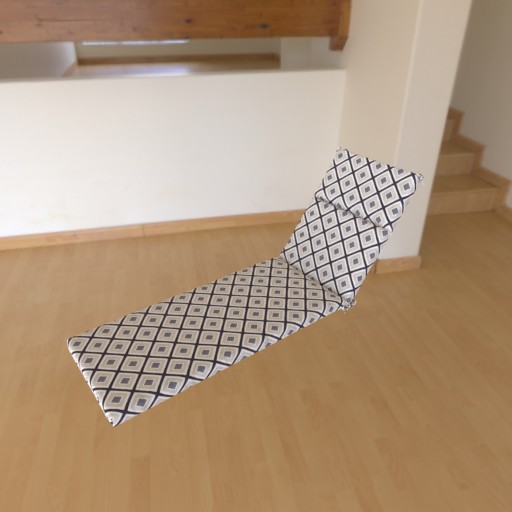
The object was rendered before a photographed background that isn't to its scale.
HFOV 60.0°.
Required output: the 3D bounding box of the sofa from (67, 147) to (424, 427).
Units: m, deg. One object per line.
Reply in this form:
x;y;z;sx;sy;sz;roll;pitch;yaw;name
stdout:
0.000;0.000;2.028;1.663;0.622;0.582;-21;37;-31;sofa
